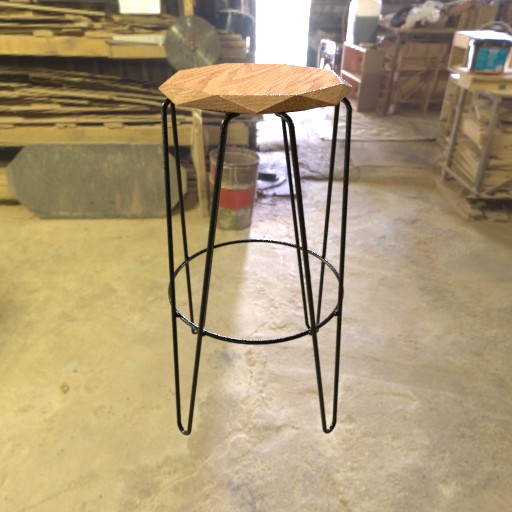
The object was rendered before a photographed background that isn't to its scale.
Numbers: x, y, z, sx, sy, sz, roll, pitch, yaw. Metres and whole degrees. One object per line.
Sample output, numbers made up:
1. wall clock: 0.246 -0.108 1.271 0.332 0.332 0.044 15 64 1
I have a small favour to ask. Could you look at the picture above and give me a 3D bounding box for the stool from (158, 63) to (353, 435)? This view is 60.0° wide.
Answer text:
1. stool: 0.000 0.000 0.799 0.326 0.610 0.326 0 32 0
